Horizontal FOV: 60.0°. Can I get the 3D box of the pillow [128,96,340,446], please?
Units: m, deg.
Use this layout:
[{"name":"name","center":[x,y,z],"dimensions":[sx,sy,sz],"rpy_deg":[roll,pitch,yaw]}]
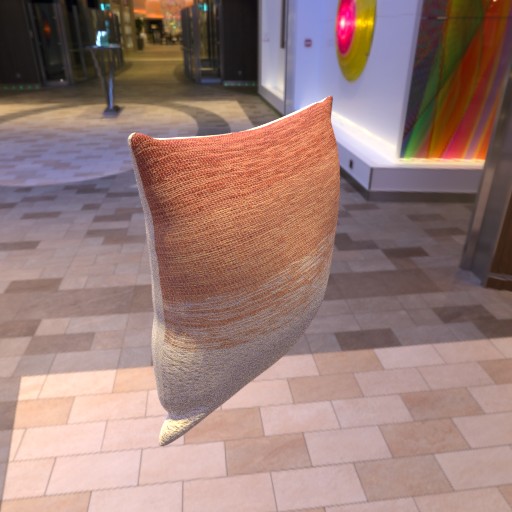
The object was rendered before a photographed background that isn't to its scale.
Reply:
[{"name":"pillow","center":[0.000,0.000,0.686],"dimensions":[0.182,0.441,0.440],"rpy_deg":[18,32,32]}]
